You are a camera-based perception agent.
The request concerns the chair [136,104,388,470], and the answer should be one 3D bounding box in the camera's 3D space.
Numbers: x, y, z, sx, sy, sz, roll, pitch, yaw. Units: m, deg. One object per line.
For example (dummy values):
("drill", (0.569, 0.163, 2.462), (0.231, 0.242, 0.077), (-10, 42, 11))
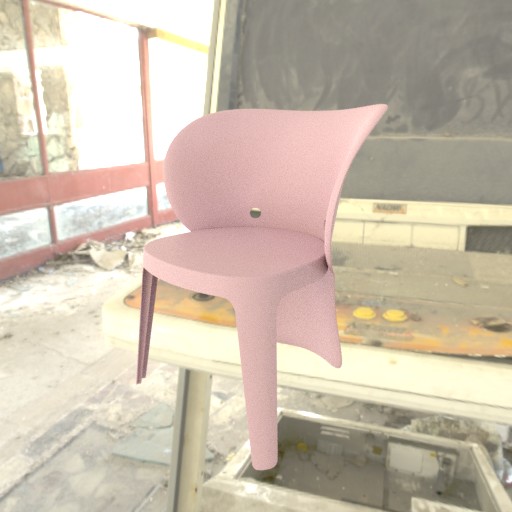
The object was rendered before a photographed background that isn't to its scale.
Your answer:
("chair", (0.000, 0.000, 0.854), (0.451, 0.554, 0.402), (15, 22, 42))
